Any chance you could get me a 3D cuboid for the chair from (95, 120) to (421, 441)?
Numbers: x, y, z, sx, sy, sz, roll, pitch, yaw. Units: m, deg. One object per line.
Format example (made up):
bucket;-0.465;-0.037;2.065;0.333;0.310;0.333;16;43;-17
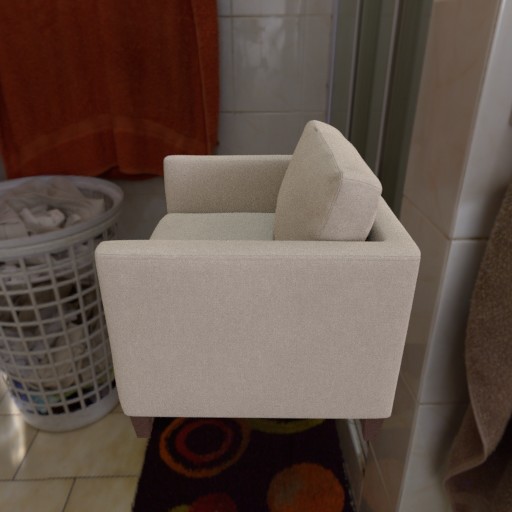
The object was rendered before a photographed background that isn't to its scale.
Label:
chair;0.000;0.000;1.821;0.959;0.961;1.107;0;27;1
